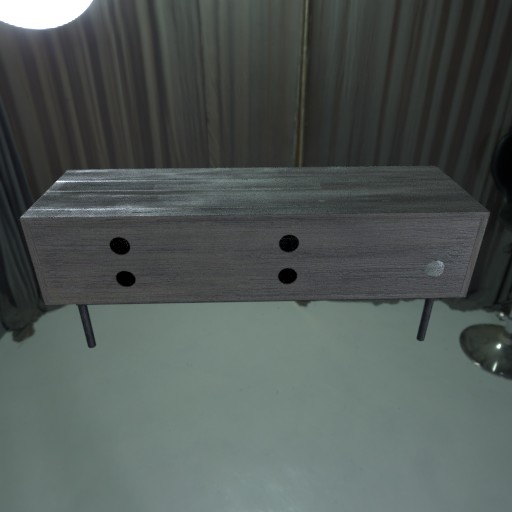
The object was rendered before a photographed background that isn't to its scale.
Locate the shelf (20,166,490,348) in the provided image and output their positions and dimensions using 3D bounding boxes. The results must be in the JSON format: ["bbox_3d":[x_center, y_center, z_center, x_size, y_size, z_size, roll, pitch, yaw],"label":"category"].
[{"bbox_3d":[0.000,0.000,1.518,1.300,0.495,0.400,-1,30,-2],"label":"shelf"}]
